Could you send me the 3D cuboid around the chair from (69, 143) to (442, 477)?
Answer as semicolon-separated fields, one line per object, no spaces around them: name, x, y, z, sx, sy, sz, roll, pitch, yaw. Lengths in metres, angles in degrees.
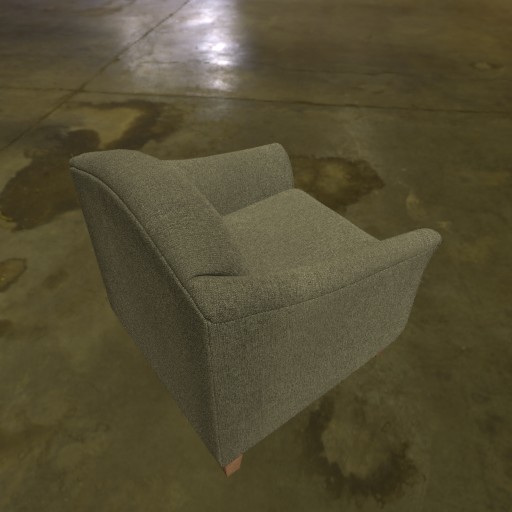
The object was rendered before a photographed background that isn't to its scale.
chair;0.000;0.000;1.392;0.787;0.839;0.763;-26;46;-28
